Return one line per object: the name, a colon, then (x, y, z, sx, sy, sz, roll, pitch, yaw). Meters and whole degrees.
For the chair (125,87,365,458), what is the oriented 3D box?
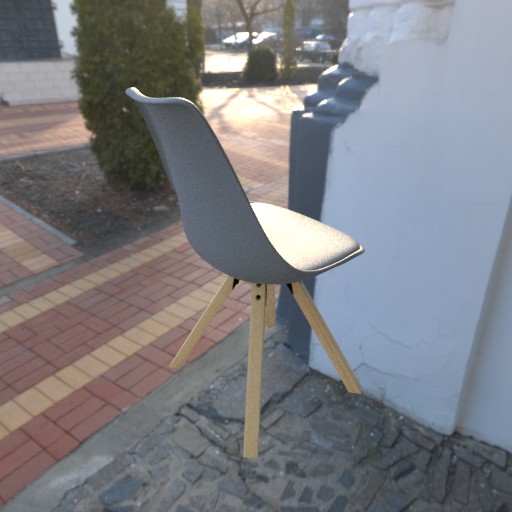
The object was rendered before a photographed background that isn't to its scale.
chair: (0.000, 0.000, 1.174, 0.549, 0.850, 0.485, -18, 31, -32)
